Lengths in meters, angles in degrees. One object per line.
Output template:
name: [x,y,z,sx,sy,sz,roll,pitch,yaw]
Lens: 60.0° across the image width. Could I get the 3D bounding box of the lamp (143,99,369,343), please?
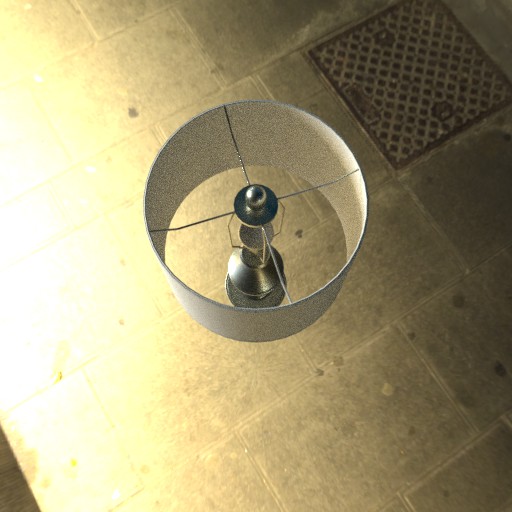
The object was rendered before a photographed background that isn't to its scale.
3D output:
lamp: [0.000,0.000,0.979,0.383,0.733,0.383,0,76,0]
